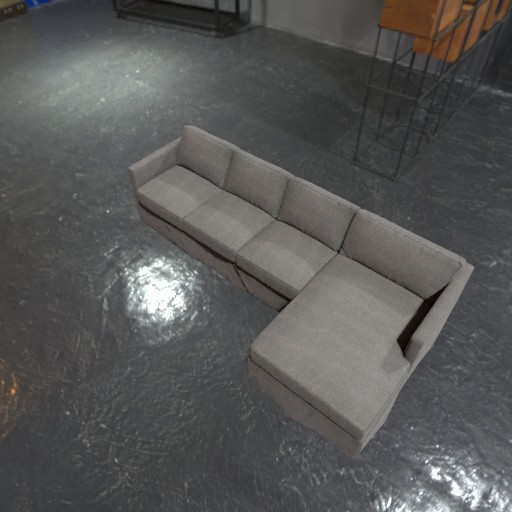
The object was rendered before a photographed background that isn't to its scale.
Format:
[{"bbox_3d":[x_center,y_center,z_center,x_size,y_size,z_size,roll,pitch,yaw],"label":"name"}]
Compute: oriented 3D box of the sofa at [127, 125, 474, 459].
[{"bbox_3d":[0.000,0.000,3.958,3.205,0.922,1.650,31,54,26],"label":"sofa"}]
